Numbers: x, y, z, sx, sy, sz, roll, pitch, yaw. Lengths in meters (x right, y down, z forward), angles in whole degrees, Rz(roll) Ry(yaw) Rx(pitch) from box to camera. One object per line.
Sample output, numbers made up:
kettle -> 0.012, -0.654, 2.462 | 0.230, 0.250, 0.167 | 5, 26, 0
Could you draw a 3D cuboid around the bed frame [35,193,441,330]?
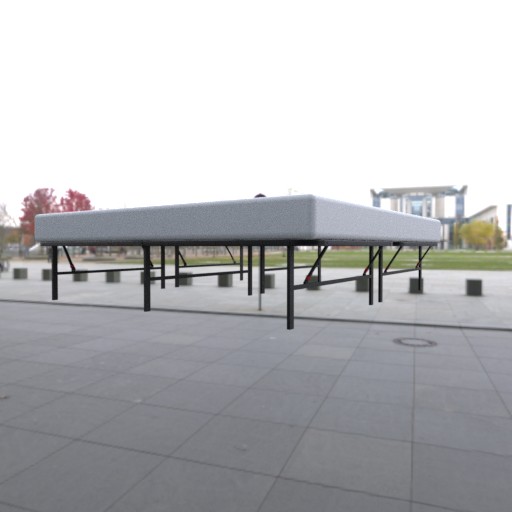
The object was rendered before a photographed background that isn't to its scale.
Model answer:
bed frame -> 0.000, 0.000, 3.013 | 1.935, 0.525, 2.033 | 1, 2, 35
